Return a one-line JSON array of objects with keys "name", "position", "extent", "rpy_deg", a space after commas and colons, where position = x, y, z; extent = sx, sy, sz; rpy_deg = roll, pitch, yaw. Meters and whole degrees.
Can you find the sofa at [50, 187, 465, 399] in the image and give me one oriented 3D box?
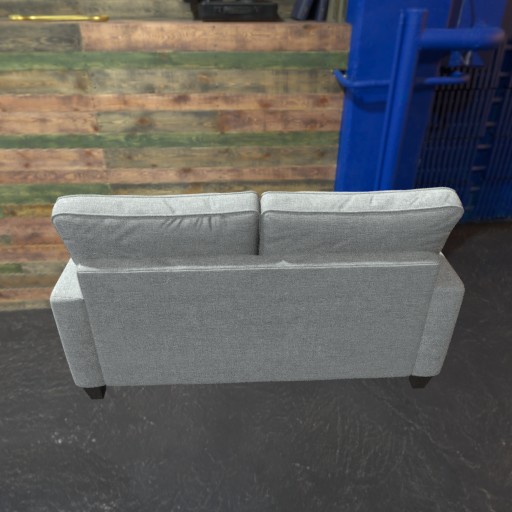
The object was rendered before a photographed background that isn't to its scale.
[{"name": "sofa", "position": [0.000, 0.000, 2.163], "extent": [1.651, 0.965, 0.965], "rpy_deg": [-1, 32, -2]}]
